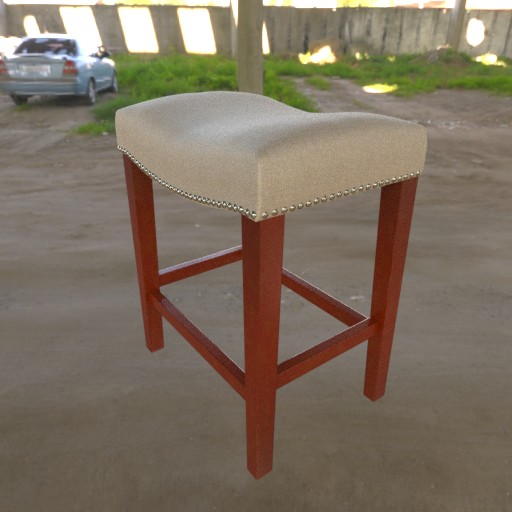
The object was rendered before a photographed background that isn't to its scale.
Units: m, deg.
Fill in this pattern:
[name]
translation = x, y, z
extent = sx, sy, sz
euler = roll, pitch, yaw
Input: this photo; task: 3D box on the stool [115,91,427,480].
[stool]
translation = 0.000, 0.000, 0.961
extent = 0.375, 0.632, 0.509
euler = -18, 32, -32
